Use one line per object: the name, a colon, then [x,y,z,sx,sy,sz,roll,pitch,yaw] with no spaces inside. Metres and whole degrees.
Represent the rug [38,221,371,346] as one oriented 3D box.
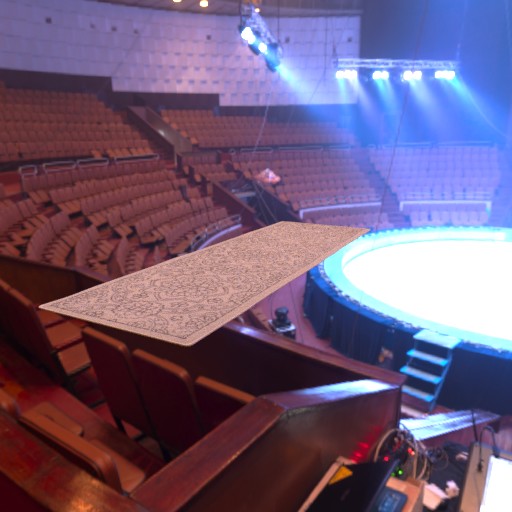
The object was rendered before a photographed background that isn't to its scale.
rug: [0.000,0.000,2.718,0.806,0.006,2.431,8,16,27]
